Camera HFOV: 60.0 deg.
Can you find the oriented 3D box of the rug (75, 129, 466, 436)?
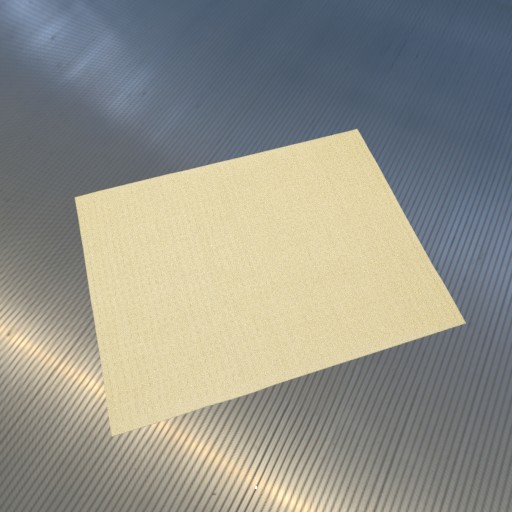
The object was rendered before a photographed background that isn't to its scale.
[{"bbox_3d":[0.000,0.000,4.313,3.204,0.016,2.452,-15,64,-8],"label":"rug"}]
